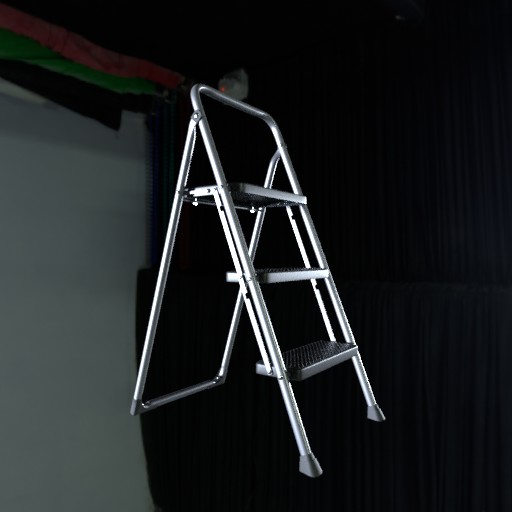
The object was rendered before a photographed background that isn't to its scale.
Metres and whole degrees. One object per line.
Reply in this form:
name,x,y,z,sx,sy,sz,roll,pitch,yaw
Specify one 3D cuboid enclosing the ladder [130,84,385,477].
ladder,0.000,0.000,1.299,0.629,0.945,0.430,0,0,36
